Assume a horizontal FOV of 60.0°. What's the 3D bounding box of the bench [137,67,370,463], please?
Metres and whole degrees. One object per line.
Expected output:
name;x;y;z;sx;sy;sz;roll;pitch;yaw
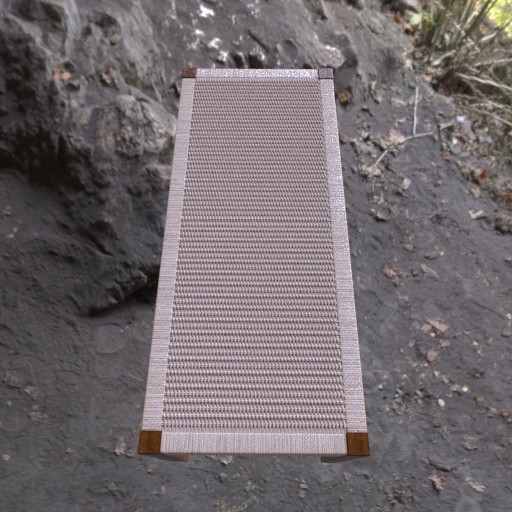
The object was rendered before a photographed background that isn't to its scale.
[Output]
bench;0.000;0.000;1.436;0.507;0.457;1.198;0;63;0
